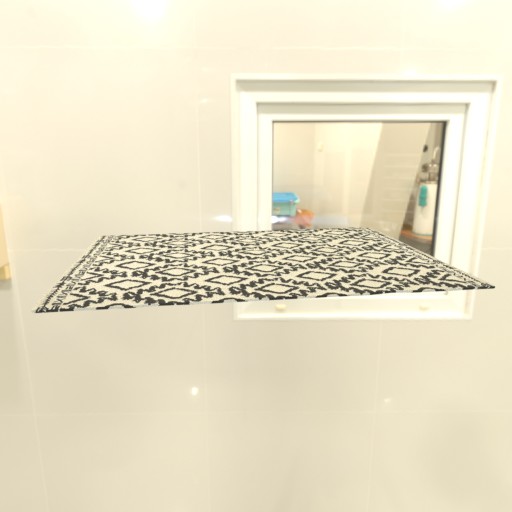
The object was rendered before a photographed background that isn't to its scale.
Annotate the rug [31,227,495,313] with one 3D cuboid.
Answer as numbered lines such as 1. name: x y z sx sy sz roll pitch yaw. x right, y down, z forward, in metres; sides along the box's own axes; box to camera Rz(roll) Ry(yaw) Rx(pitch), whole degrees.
1. rug: 0.000 0.000 4.285 3.369 0.036 2.444 -2 14 -9
